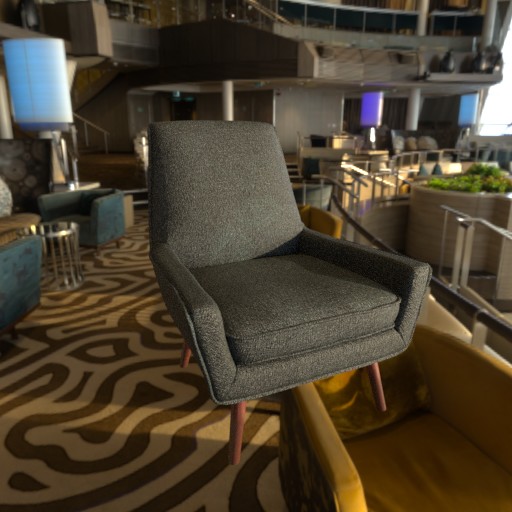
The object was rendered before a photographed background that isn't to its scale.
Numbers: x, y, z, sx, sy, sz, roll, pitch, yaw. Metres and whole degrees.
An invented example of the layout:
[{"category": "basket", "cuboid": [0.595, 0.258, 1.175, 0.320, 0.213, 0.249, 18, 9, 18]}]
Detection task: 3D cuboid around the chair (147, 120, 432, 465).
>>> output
[{"category": "chair", "cuboid": [0.000, 0.000, 1.495, 0.763, 0.883, 0.859, -8, 18, -26]}]
